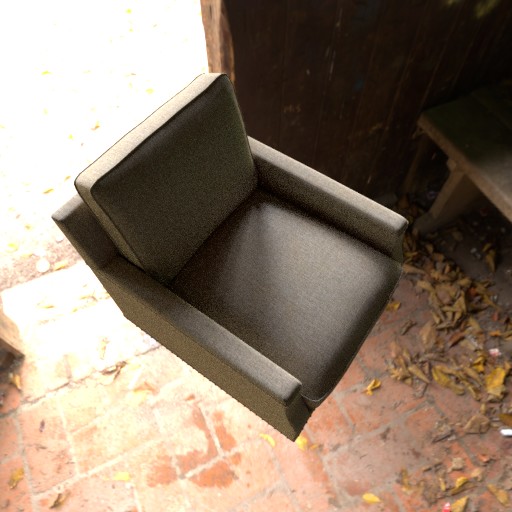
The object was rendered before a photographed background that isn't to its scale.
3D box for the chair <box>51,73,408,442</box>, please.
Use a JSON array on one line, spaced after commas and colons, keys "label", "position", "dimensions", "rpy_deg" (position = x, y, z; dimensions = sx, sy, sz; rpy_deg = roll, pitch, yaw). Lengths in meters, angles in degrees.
[{"label": "chair", "position": [0.000, 0.000, 1.708], "dimensions": [1.014, 0.943, 0.853], "rpy_deg": [31, 64, 18]}]
